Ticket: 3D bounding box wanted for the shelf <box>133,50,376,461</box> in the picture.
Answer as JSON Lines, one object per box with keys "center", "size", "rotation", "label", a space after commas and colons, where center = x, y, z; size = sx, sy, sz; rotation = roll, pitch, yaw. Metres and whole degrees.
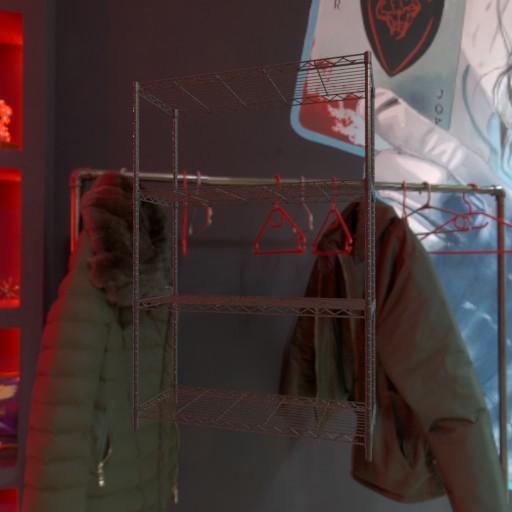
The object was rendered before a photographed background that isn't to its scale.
{"center": [0.000, 0.000, 1.763], "size": [0.907, 1.361, 0.352], "rotation": [0, 0, 17], "label": "shelf"}
